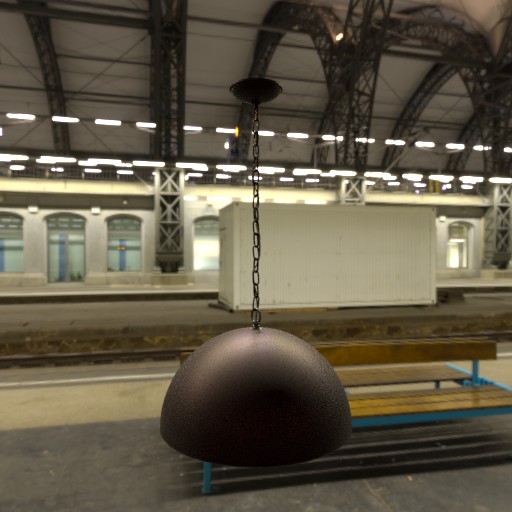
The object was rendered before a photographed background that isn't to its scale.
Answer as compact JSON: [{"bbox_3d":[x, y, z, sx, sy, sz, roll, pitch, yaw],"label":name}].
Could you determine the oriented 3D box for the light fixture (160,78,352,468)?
[{"bbox_3d":[0.000,0.000,1.153,0.492,0.869,0.492,0,1,-35],"label":"light fixture"}]
